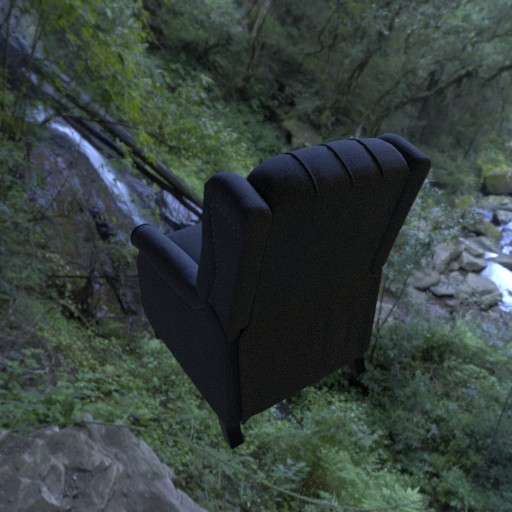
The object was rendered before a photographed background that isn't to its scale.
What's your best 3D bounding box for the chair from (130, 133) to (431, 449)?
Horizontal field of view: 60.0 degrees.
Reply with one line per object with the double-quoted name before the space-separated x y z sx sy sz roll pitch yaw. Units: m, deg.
"chair" 0.000 0.000 1.687 0.742 1.035 0.898 -19 36 -29
